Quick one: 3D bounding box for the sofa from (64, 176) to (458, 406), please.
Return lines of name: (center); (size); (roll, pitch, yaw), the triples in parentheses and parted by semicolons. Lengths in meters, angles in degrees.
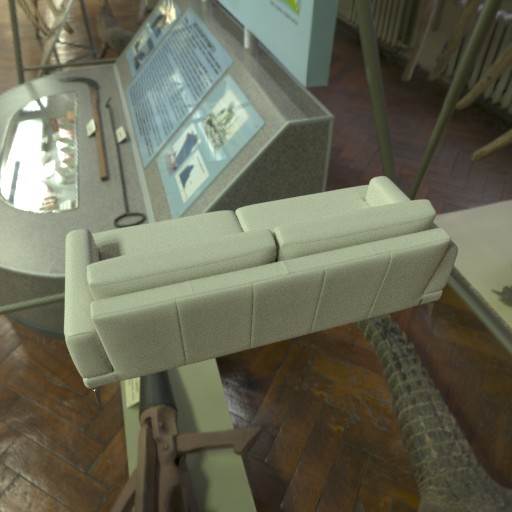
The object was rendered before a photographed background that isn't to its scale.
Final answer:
sofa: (0.000, 0.000, 2.424); (1.940, 0.765, 0.974); (-12, 43, -13)
